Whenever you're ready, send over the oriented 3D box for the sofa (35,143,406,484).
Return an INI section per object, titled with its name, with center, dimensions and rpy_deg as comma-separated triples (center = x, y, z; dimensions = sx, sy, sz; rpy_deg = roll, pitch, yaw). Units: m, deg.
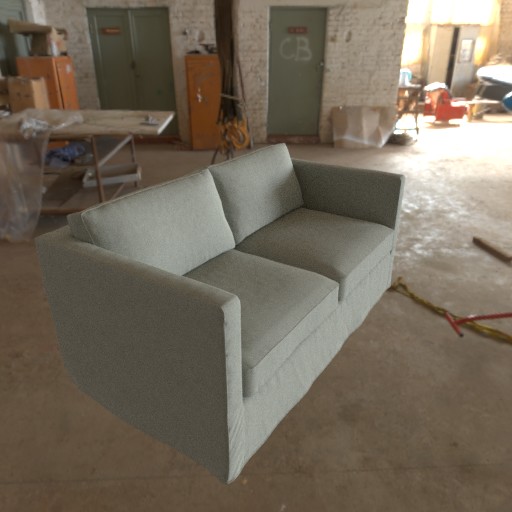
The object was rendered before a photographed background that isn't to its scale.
[sofa]
center = 0.000, 0.000, 2.218
dimensions = 0.944, 0.830, 1.727
rpy_deg = 16, 30, 30
